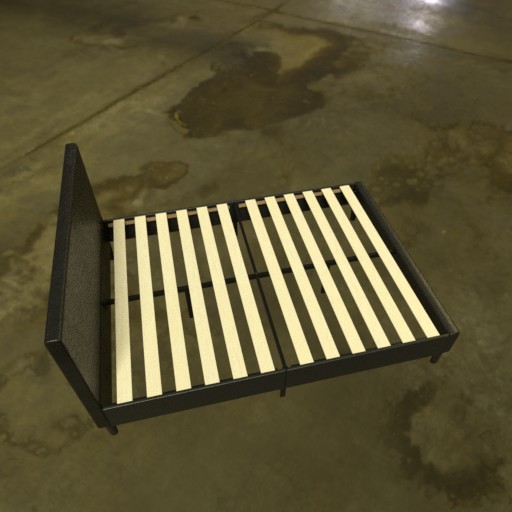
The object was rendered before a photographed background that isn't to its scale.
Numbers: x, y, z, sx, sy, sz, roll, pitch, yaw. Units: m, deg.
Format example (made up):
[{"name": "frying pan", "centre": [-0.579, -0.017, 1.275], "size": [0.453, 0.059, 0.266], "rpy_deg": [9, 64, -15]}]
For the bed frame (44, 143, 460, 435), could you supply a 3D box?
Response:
[{"name": "bed frame", "centre": [0.000, 0.000, 3.089], "size": [2.318, 1.127, 1.634], "rpy_deg": [-10, 48, -9]}]
